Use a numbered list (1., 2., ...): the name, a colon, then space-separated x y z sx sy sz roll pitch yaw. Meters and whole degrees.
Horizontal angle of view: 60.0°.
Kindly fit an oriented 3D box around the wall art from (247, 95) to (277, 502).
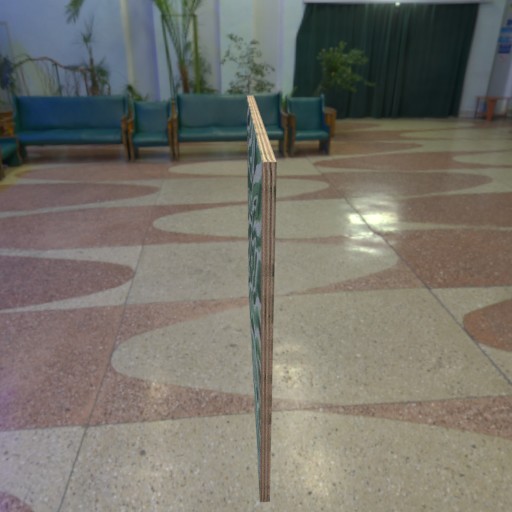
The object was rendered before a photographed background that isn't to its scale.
1. wall art: 0.000 0.000 0.669 0.012 0.408 0.508 -1 26 -2
